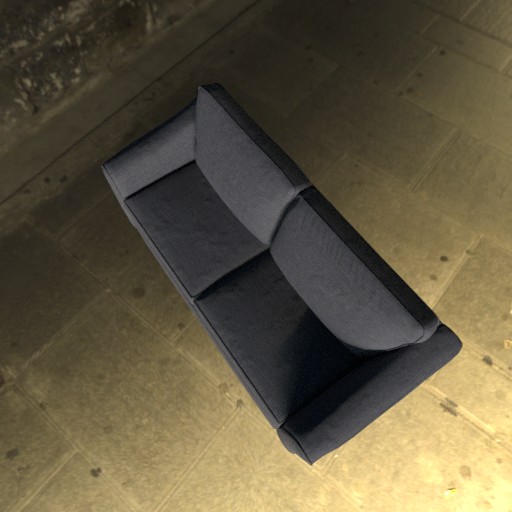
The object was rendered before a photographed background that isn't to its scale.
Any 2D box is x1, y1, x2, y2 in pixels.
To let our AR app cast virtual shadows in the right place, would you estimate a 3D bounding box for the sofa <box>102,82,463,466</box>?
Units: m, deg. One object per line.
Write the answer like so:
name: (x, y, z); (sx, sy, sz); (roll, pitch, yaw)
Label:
sofa: (0.000, 0.000, 2.728); (0.971, 0.950, 2.270); (-33, 68, -15)
